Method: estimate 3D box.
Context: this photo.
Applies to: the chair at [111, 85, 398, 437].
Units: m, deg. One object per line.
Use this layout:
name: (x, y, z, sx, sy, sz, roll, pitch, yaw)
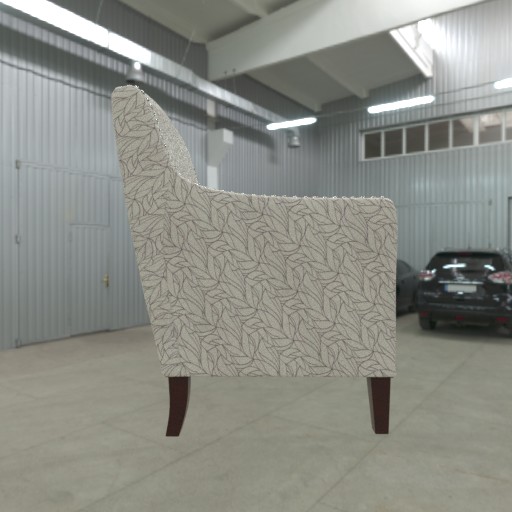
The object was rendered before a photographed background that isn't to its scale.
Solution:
chair: (0.000, 0.000, 1.302, 0.651, 0.816, 0.623, 0, 0, 1)
